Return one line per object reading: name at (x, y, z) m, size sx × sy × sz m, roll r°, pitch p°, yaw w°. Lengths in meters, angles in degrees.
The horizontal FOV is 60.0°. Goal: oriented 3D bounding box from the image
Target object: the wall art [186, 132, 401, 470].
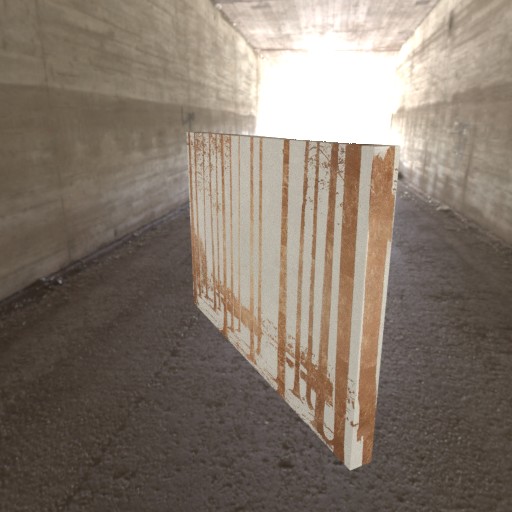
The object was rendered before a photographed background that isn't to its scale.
wall art at (0.000, 0.000, 0.778) m, size 0.035 × 0.405 × 0.609 m, roll -8°, pitch 19°, yaw -25°
